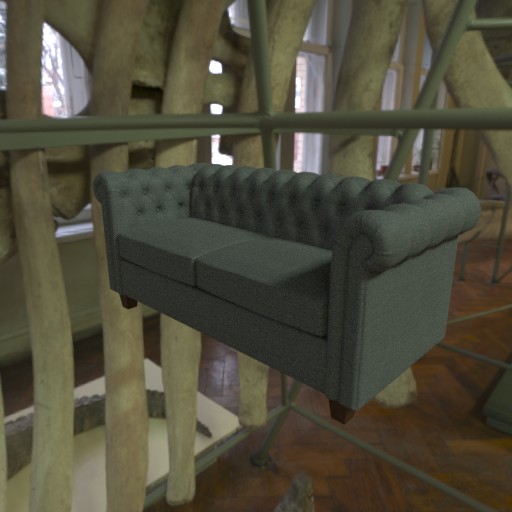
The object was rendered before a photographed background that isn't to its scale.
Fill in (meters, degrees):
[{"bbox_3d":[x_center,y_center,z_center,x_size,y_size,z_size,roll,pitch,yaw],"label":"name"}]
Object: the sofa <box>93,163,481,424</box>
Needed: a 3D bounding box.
[{"bbox_3d":[0.000,0.000,2.212,1.798,0.797,0.783,16,23,42],"label":"sofa"}]
